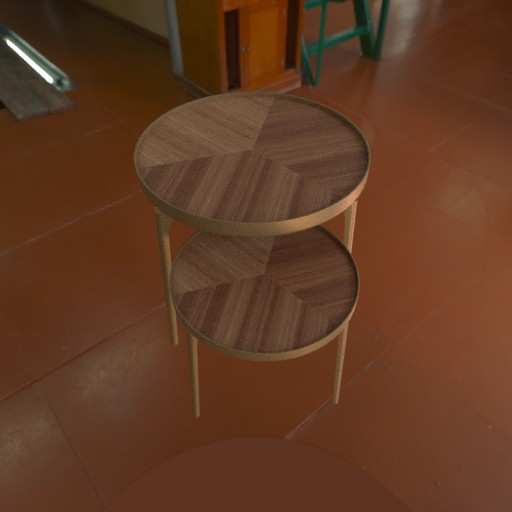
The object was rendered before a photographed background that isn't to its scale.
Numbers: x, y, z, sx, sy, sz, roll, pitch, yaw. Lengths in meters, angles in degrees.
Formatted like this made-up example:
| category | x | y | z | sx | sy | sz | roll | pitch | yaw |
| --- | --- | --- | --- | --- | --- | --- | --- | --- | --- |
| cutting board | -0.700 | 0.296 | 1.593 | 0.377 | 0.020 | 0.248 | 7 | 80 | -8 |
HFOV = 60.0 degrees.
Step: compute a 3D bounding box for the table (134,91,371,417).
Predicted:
| category | x | y | z | sx | sy | sz | roll | pitch | yaw |
| --- | --- | --- | --- | --- | --- | --- | --- | --- | --- |
| table | 0.000 | 0.000 | 1.153 | 0.532 | 0.555 | 0.751 | -4 | 46 | -4 |
